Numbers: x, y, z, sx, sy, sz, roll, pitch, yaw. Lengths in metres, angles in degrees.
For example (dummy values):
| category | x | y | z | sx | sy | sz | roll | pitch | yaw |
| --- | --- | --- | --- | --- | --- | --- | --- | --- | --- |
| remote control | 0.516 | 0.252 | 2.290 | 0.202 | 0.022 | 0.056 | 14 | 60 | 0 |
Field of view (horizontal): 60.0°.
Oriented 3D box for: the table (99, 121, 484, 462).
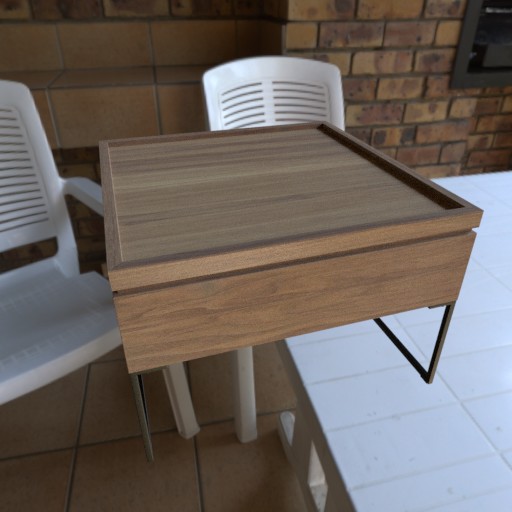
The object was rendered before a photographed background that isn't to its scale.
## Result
| category | x | y | z | sx | sy | sz | roll | pitch | yaw |
| --- | --- | --- | --- | --- | --- | --- | --- | --- | --- |
| table | 0.000 | 0.000 | 1.133 | 0.679 | 0.464 | 0.676 | -10 | 33 | -15 |
